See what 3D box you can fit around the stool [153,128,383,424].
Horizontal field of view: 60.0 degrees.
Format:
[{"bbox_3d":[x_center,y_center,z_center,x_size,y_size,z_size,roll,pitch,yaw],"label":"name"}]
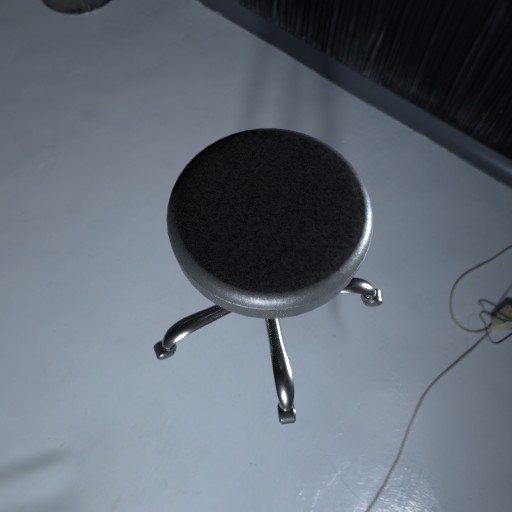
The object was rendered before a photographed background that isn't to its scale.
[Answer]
[{"bbox_3d":[0.000,0.000,1.117,0.638,0.576,0.673,37,70,16],"label":"stool"}]
